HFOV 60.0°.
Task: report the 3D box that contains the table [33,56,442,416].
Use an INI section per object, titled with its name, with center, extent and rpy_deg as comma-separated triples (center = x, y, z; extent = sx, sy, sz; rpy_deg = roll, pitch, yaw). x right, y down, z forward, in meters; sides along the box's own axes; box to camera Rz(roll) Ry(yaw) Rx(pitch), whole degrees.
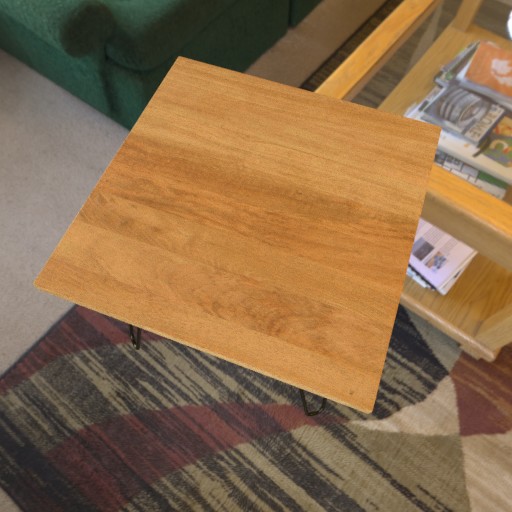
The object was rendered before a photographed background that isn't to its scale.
[table]
center = 0.000, 0.000, 1.063
extent = 0.599, 0.500, 0.599
rpy_deg = 19, 65, 9
